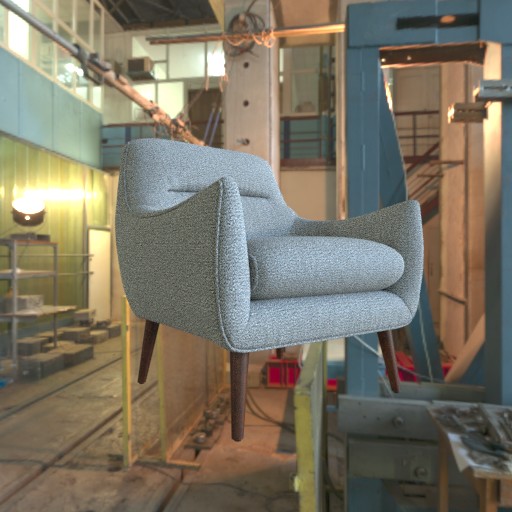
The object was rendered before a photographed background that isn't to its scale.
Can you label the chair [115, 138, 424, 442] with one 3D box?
[{"bbox_3d":[0.000,0.000,1.446,0.762,0.838,0.787,0,0,-37],"label":"chair"}]
